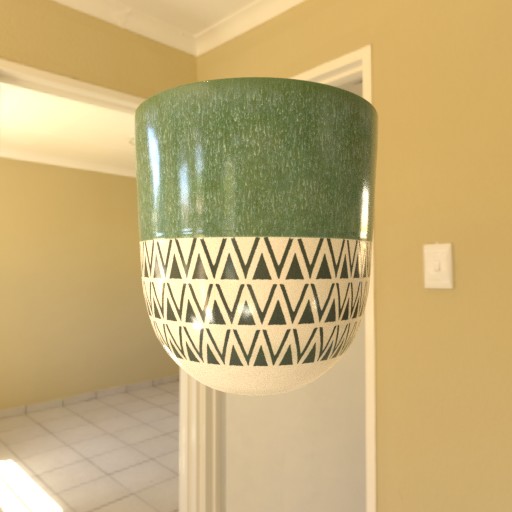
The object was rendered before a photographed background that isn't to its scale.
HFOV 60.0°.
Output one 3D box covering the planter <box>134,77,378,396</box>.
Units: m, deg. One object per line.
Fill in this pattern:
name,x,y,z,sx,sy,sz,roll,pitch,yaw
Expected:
planter,0.000,0.000,0.364,0.195,0.214,0.195,0,-1,0
